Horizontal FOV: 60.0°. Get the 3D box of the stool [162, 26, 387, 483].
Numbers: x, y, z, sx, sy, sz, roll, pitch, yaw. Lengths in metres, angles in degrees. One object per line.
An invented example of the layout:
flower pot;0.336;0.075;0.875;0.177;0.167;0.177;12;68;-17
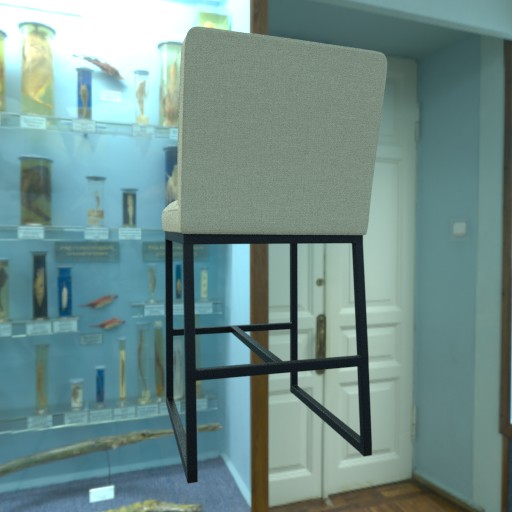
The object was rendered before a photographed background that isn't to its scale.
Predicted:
stool;0.000;0.000;1.200;0.460;0.940;0.560;0;1;-17
